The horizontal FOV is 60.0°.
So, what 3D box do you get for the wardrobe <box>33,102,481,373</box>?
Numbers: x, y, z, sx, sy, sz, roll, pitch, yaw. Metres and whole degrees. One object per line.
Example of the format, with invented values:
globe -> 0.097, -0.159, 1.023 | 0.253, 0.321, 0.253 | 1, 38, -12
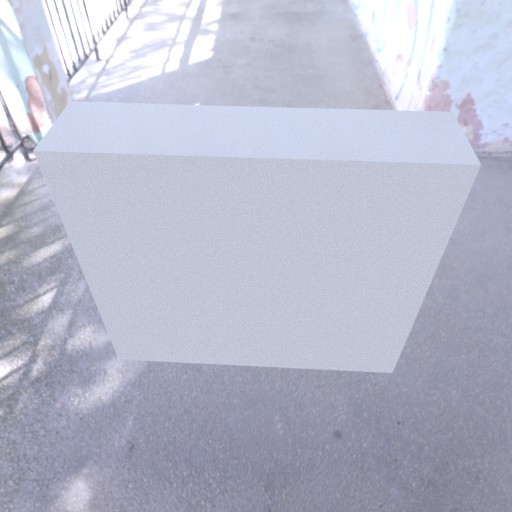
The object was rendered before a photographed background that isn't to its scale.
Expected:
wardrobe -> 0.000, 0.000, 1.876 | 1.340, 1.200, 0.360 | 2, 45, 2
